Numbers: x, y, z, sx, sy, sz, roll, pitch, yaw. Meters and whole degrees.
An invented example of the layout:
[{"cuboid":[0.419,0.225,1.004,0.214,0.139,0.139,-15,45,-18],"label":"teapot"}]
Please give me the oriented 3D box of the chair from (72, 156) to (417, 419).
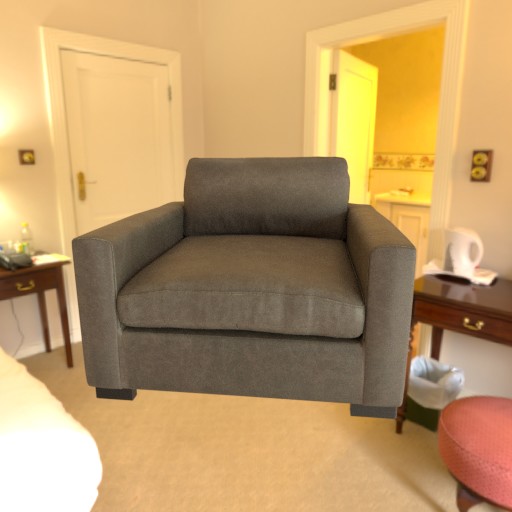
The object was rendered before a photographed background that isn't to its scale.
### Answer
[{"cuboid":[0.000,0.000,1.865,1.106,0.807,1.080,2,14,7],"label":"chair"}]
